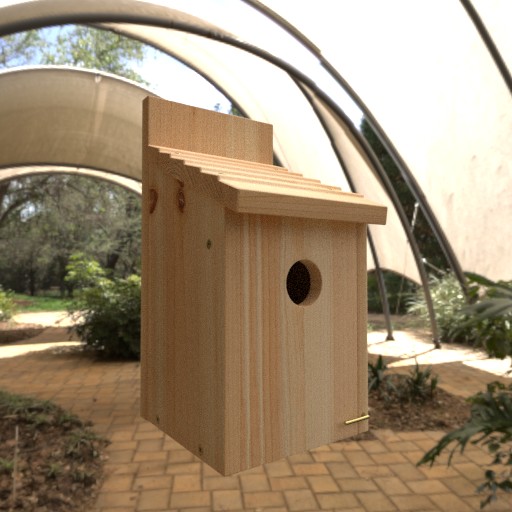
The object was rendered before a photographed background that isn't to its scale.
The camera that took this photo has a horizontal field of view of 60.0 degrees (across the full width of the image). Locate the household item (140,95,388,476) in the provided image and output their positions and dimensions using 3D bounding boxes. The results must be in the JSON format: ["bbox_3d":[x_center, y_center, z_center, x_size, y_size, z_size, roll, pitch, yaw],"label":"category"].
[{"bbox_3d":[0.000,0.000,0.393,0.149,0.300,0.171,1,-2,-35],"label":"household item"}]
